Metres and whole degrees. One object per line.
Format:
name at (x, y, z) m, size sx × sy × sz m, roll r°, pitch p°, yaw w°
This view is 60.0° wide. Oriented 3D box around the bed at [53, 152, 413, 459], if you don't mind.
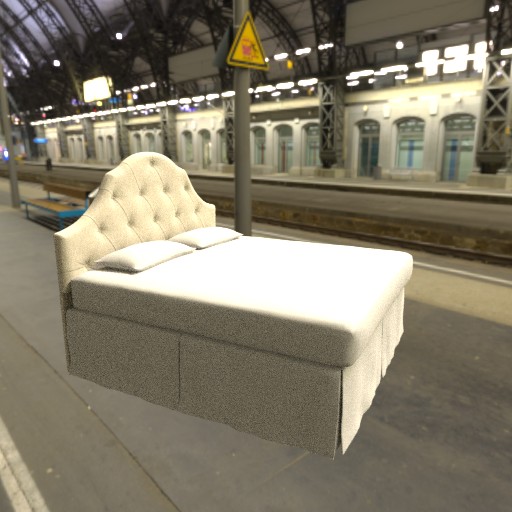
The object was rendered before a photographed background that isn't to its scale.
bed at (0.000, 0.000, 3.405) m, size 2.086 × 1.555 × 2.012 m, roll 7°, pitch 15°, yaw 27°
